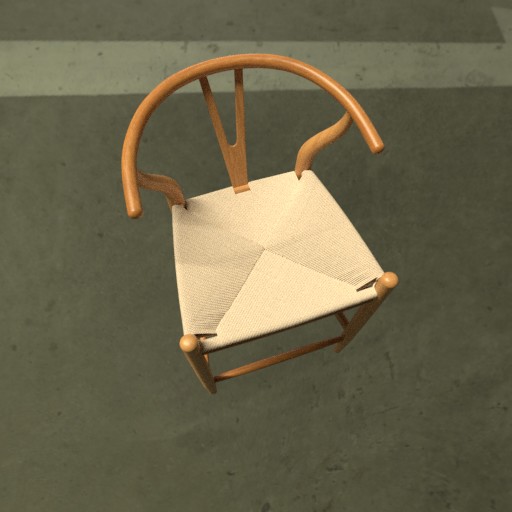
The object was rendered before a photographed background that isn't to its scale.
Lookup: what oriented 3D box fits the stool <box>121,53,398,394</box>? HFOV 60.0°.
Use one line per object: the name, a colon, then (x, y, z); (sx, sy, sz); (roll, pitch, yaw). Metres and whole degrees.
stool: (0.000, 0.000, 1.333); (0.569, 0.970, 0.579); (-16, 64, -8)
